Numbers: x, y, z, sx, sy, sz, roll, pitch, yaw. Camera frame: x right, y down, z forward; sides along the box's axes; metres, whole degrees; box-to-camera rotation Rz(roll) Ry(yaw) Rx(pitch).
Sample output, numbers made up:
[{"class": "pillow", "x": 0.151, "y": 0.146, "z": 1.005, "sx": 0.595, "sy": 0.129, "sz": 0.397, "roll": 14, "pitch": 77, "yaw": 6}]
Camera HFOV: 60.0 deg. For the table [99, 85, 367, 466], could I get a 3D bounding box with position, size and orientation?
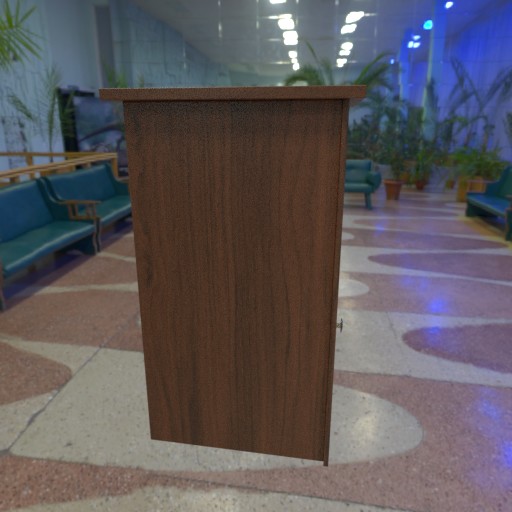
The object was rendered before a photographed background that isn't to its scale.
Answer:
[{"class": "table", "x": 0.000, "y": 0.000, "z": 0.933, "sx": 0.381, "sy": 0.636, "sz": 0.480, "roll": 3, "pitch": 17, "yaw": 10}]
